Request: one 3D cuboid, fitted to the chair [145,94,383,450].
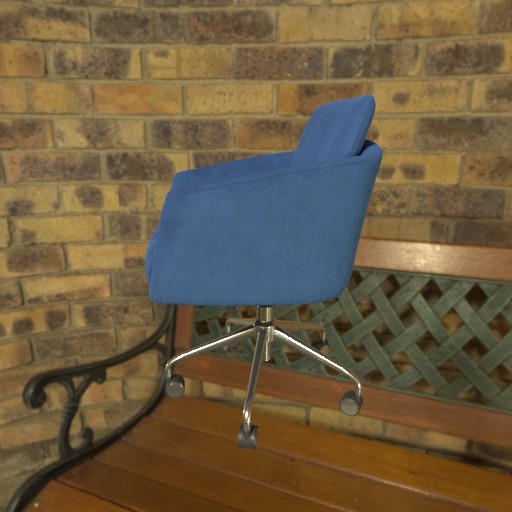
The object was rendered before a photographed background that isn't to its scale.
[{"bbox_3d":[0.000,0.000,1.346,0.635,0.908,0.641,-2,16,-8],"label":"chair"}]
